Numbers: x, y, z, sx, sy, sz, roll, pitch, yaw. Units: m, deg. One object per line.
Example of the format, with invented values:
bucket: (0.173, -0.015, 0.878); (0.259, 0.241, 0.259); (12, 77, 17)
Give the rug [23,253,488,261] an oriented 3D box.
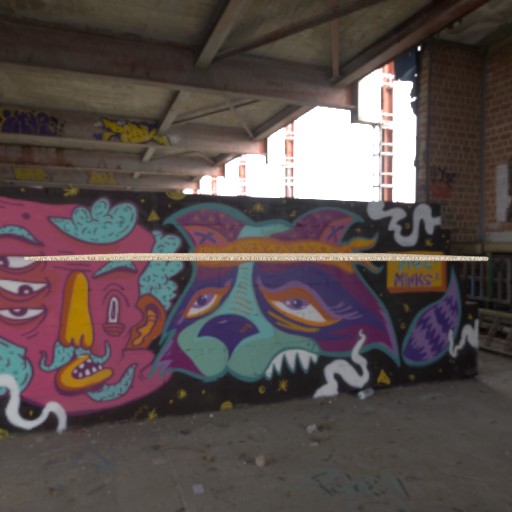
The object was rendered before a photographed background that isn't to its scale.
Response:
rug: (0.000, 0.000, 4.057); (3.000, 0.025, 2.400); (0, 1, 0)
